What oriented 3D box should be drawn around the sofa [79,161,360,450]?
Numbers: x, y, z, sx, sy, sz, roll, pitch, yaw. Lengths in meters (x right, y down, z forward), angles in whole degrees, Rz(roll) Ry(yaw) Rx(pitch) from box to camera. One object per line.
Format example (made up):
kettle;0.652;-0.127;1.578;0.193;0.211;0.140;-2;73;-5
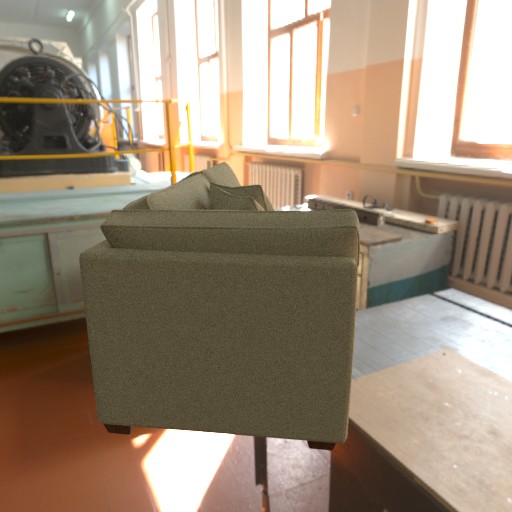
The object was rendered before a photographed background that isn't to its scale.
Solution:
sofa;0.000;0.000;2.765;1.110;1.033;2.237;2;16;7
